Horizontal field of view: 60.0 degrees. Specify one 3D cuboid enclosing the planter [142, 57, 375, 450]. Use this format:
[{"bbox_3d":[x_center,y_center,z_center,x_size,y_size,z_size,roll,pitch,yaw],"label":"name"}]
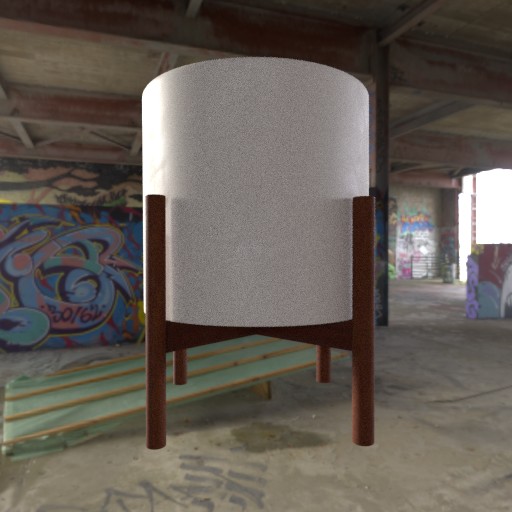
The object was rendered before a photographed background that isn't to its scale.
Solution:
[{"bbox_3d":[0.000,0.000,0.850,0.420,0.581,0.421,0,1,0],"label":"planter"}]
